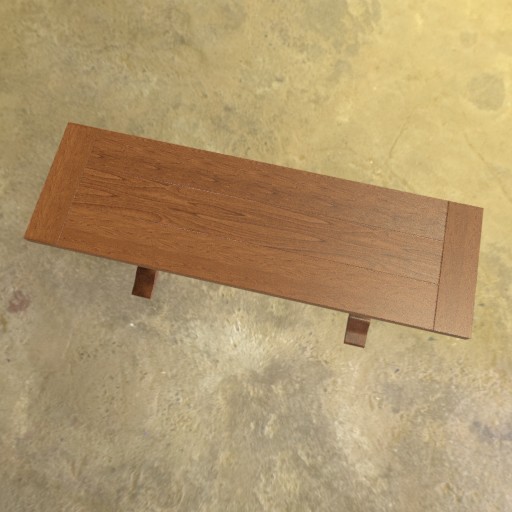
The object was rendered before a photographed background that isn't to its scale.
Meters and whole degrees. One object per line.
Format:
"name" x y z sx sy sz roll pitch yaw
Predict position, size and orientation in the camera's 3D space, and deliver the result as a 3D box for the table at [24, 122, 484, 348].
"table" 0.000 0.000 1.893 1.478 0.852 0.461 12 75 3
